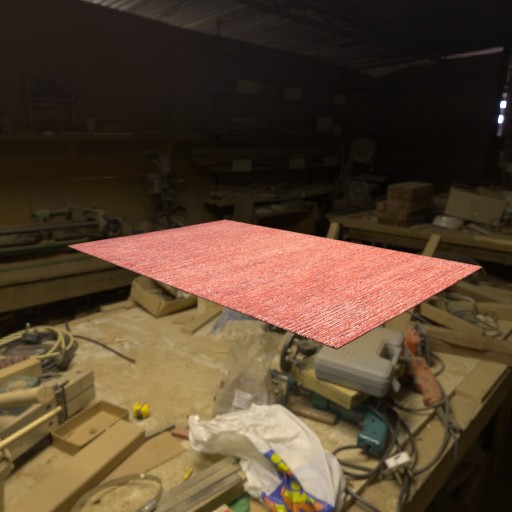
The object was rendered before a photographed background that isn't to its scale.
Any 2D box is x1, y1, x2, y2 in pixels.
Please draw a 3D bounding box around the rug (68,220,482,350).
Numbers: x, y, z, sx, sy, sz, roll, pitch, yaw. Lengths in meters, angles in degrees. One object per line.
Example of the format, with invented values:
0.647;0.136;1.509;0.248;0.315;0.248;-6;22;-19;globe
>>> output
0.000;0.000;2.196;1.747;0.011;1.139;14;20;43;rug
